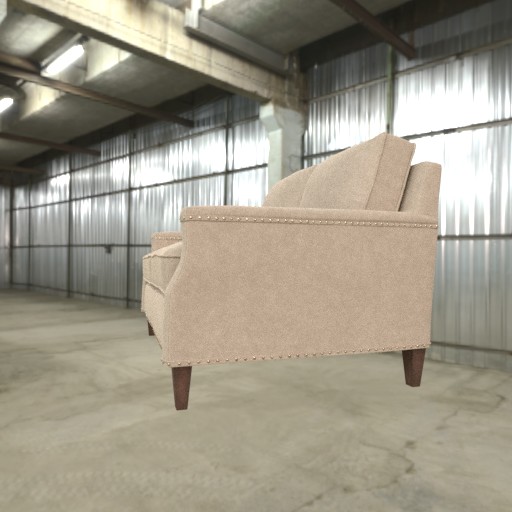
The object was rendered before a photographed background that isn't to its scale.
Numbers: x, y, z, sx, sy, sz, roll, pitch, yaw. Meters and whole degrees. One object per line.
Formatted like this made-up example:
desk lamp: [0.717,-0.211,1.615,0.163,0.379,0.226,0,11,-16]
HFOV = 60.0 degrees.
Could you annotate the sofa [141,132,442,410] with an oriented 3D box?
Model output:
sofa: [0.000,0.000,2.278,1.084,1.002,1.597,0,0,-17]
